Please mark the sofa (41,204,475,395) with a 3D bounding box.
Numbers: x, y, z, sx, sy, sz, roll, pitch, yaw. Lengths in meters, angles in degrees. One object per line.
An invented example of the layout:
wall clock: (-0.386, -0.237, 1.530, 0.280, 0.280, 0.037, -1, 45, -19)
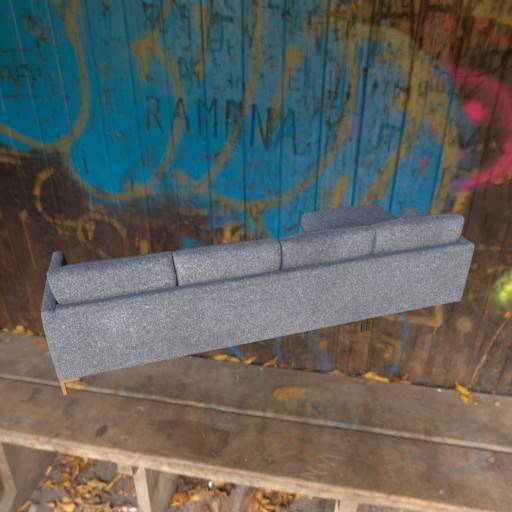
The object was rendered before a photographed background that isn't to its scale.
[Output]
sofa: (0.000, 0.000, 3.434, 2.932, 0.810, 1.350, -8, 29, -16)
